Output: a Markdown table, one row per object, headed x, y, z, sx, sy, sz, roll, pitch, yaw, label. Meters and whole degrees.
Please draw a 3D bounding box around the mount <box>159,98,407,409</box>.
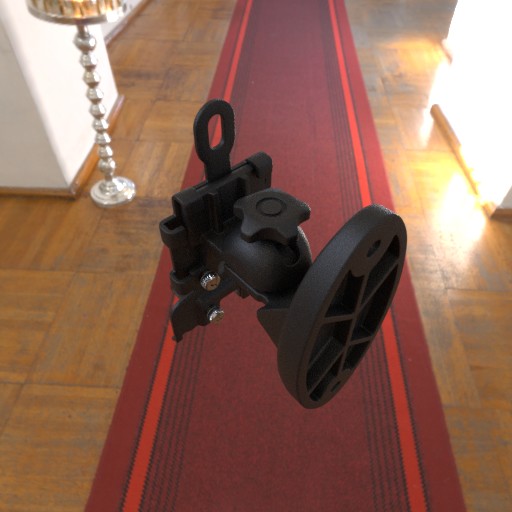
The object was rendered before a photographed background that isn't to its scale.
| x | y | z | sx | sy | sz | roll | pitch | yaw | label |
| --- | --- | --- | --- | --- | --- | --- | --- | --- | --- |
| 0.000 | 0.000 | 0.181 | 0.066 | 0.118 | 0.100 | -33 | 55 | -27 | mount |
